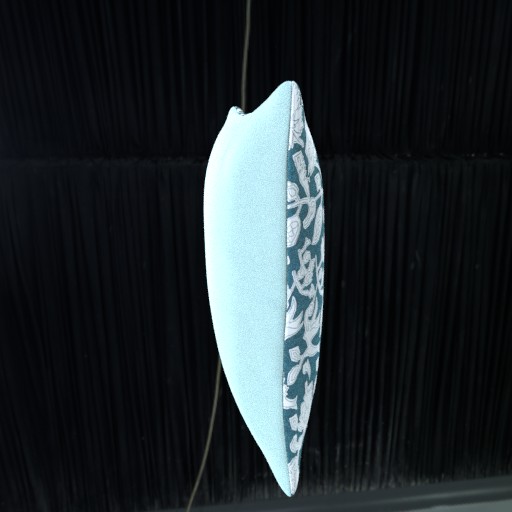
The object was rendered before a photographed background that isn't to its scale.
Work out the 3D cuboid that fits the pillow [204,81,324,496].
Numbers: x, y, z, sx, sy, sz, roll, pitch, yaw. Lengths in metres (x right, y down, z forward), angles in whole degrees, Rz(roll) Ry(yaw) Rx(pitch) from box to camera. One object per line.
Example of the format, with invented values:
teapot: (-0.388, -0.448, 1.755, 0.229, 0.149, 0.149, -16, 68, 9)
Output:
pillow: (0.000, 0.000, 0.754, 0.166, 0.508, 0.525, -2, 16, -9)
